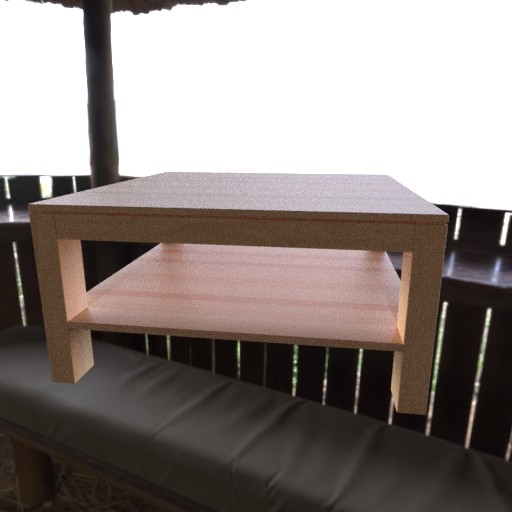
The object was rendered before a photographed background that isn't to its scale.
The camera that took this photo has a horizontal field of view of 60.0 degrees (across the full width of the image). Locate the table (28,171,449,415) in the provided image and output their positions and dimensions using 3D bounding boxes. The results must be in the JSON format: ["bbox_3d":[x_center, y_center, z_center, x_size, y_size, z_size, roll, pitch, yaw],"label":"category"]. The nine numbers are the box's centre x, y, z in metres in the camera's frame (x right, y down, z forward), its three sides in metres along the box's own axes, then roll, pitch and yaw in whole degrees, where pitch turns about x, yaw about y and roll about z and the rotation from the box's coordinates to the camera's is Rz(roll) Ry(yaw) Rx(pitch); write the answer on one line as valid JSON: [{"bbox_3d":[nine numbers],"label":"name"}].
[{"bbox_3d":[0.000,0.000,1.418,0.900,0.450,0.900,2,16,8],"label":"table"}]
